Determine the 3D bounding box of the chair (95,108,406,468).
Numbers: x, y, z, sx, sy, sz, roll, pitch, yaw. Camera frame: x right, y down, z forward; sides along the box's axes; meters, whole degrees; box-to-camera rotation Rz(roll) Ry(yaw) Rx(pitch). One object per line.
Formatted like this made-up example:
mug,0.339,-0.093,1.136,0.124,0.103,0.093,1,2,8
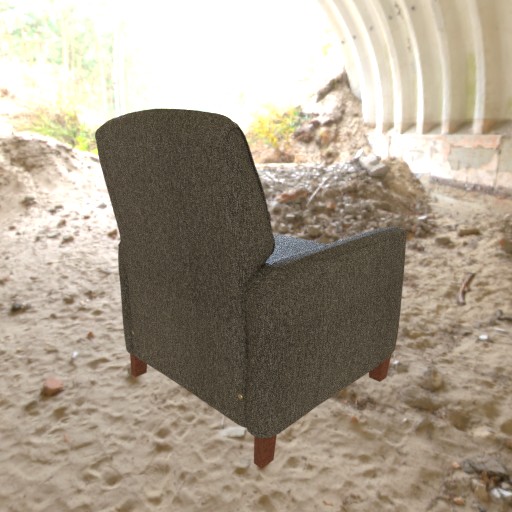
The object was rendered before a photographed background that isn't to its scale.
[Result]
chair,0.000,0.000,1.650,0.864,1.014,0.848,-15,21,-43
